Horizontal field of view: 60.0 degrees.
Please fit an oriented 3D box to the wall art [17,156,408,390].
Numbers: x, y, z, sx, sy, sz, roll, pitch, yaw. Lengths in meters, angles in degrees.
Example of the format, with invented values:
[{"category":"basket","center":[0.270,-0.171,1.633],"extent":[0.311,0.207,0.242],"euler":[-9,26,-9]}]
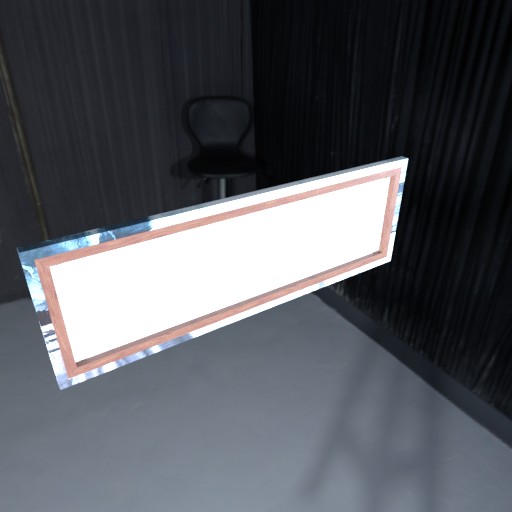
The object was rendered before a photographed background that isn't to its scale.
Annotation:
[{"category":"wall art","center":[0.000,0.000,1.675],"extent":[1.524,0.509,0.037],"euler":[-18,34,-28]}]
